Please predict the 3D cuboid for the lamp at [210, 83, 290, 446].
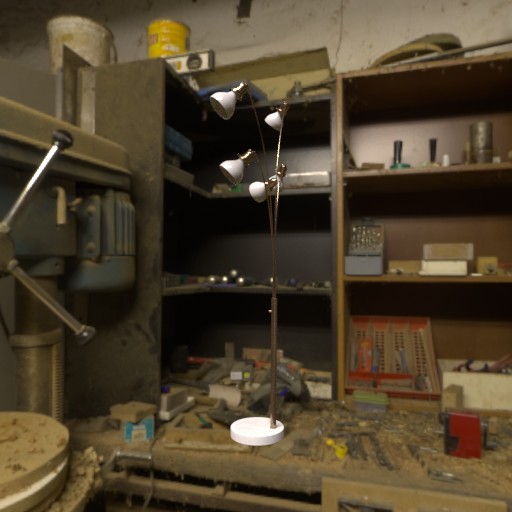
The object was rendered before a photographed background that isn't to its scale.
[{"bbox_3d":[0.000,0.000,2.995,0.361,2.423,1.405,0,-1,17],"label":"lamp"}]
